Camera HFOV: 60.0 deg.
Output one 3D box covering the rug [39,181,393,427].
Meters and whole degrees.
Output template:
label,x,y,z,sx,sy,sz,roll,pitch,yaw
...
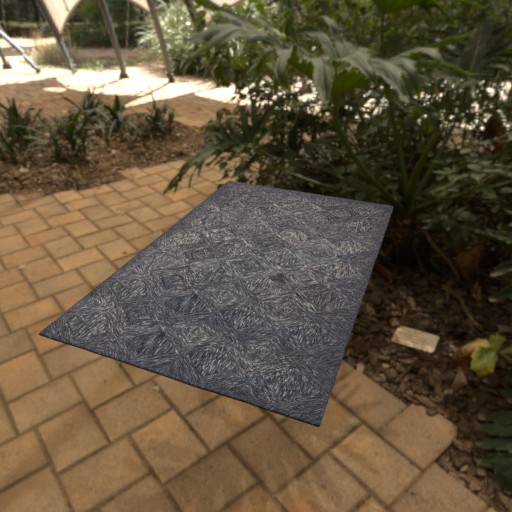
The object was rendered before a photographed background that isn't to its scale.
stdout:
label,x,y,z,sx,sy,sz,roll,pitch,yaw
rug,0.000,0.000,2.250,1.139,0.010,1.754,12,33,19
